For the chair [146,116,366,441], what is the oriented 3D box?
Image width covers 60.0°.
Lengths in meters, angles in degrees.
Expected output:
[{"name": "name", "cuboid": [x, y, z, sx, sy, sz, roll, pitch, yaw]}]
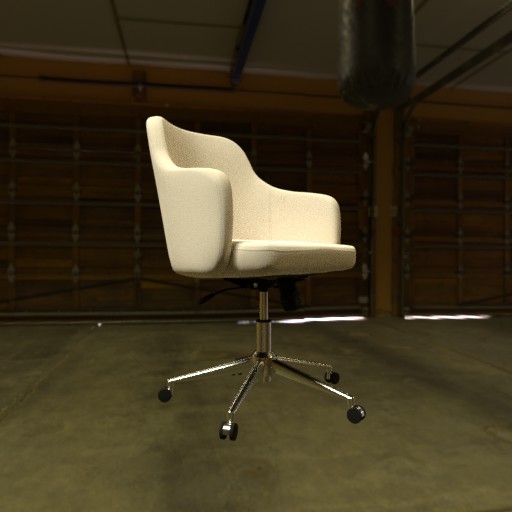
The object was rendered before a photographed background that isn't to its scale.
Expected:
[{"name": "chair", "cuboid": [0.000, 0.000, 1.272, 0.647, 0.819, 0.602, 0, 0, 36]}]
